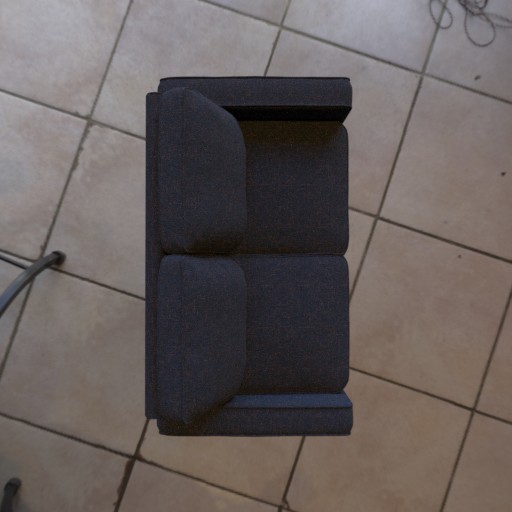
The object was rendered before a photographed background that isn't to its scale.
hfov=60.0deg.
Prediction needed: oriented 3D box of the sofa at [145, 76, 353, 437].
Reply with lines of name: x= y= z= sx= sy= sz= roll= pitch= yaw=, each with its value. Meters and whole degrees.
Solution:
sofa: x=0.000 y=0.000 z=2.229 sx=0.947 sy=0.918 sz=1.709 roll=0 pitch=89 yaw=0
